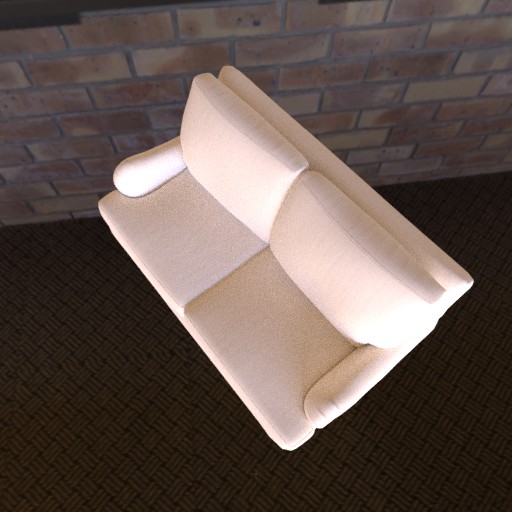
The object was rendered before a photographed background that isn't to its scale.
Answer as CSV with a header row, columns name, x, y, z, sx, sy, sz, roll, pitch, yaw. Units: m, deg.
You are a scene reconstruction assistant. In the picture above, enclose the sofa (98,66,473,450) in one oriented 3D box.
name,x,y,z,sx,sy,sz,roll,pitch,yaw
sofa,0.000,0.000,2.525,1.084,1.101,1.853,-36,69,-16
